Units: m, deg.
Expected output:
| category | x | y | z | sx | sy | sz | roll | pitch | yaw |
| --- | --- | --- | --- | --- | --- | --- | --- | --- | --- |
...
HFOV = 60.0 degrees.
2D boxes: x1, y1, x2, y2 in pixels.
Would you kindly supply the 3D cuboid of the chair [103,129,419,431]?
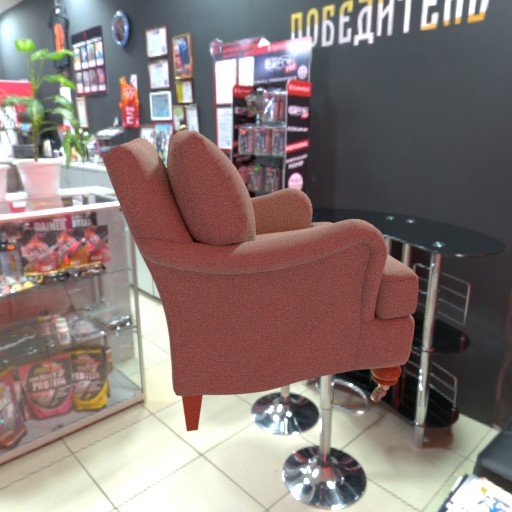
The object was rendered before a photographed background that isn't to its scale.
| category | x | y | z | sx | sy | sz | roll | pitch | yaw |
| --- | --- | --- | --- | --- | --- | --- | --- | --- | --- |
| chair | 0.000 | 0.000 | 1.897 | 1.070 | 1.038 | 0.955 | -3 | 17 | -11 |
